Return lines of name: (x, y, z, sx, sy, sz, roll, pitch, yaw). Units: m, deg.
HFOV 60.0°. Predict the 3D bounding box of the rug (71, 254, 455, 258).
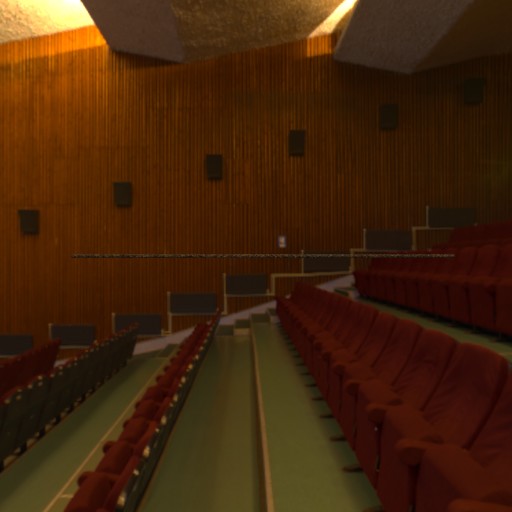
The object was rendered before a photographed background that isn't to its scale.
rug: (0.000, 0.000, 2.171, 1.139, 0.010, 1.754, 0, 0, -2)
